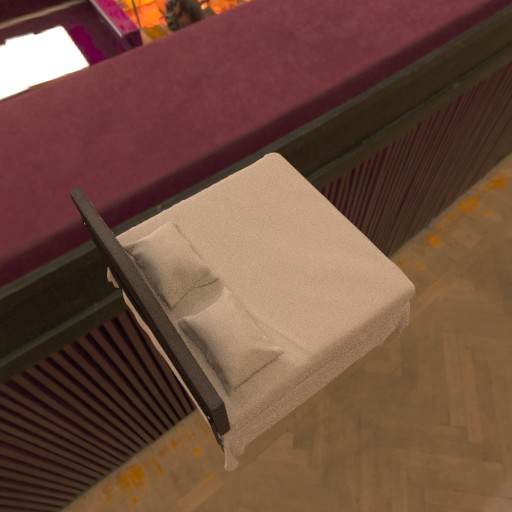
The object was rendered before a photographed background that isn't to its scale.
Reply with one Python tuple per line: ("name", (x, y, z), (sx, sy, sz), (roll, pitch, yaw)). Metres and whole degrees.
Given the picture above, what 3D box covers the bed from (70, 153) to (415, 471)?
("bed", (0.000, 0.000, 3.752), (2.219, 1.651, 2.314), (-31, 63, -18))
